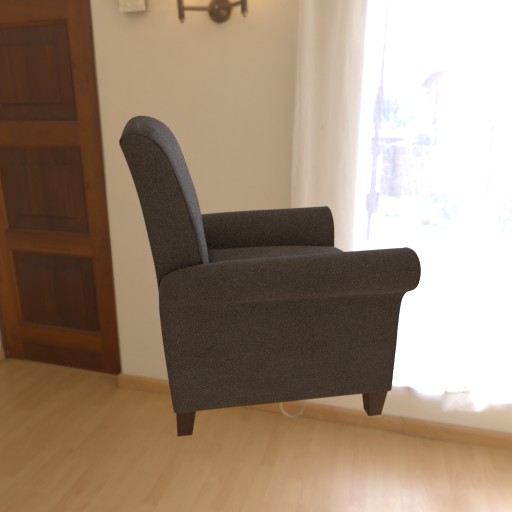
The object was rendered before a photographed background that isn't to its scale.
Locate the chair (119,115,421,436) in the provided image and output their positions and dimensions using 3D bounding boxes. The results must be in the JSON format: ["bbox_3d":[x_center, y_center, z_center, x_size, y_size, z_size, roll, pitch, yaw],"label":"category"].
[{"bbox_3d":[0.000,0.000,1.768,0.905,1.061,0.978,-3,16,-9],"label":"chair"}]
